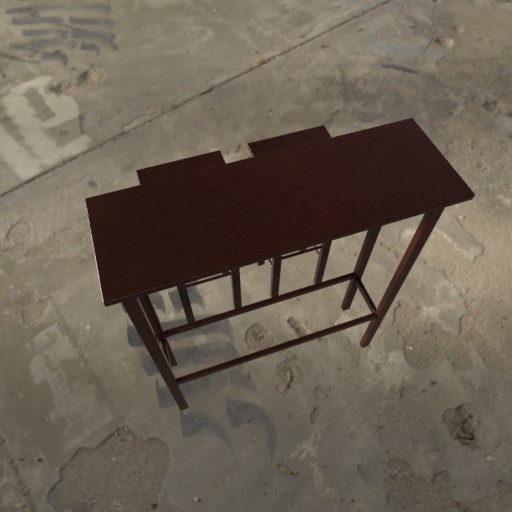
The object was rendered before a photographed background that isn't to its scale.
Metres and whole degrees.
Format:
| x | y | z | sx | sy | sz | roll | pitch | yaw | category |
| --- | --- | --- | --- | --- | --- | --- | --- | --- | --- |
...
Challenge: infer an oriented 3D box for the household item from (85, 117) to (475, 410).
| x | y | z | sx | sy | sz | roll | pitch | yaw | category |
| --- | --- | --- | --- | --- | --- | --- | --- | --- | --- |
| 0.000 | 0.000 | 1.632 | 0.914 | 1.067 | 0.676 | -16 | 58 | -10 | household item |
